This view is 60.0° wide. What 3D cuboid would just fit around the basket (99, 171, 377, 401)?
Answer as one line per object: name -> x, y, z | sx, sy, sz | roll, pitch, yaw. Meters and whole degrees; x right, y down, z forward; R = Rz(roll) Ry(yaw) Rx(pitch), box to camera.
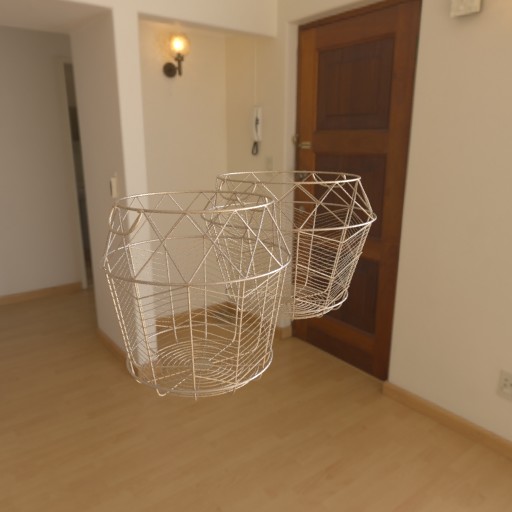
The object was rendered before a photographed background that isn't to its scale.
basket -> 0.000, 0.000, 1.025 | 0.451, 0.343, 0.805 | 8, 16, 27
